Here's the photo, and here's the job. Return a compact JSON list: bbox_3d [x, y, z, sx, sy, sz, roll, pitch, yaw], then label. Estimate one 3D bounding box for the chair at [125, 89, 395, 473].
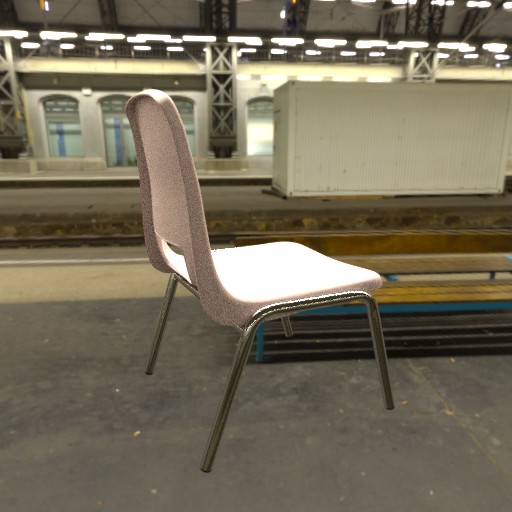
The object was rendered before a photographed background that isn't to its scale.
[{"bbox_3d":[0.000,0.000,0.789,0.385,0.537,0.354,-8,17,-27],"label":"chair"}]
